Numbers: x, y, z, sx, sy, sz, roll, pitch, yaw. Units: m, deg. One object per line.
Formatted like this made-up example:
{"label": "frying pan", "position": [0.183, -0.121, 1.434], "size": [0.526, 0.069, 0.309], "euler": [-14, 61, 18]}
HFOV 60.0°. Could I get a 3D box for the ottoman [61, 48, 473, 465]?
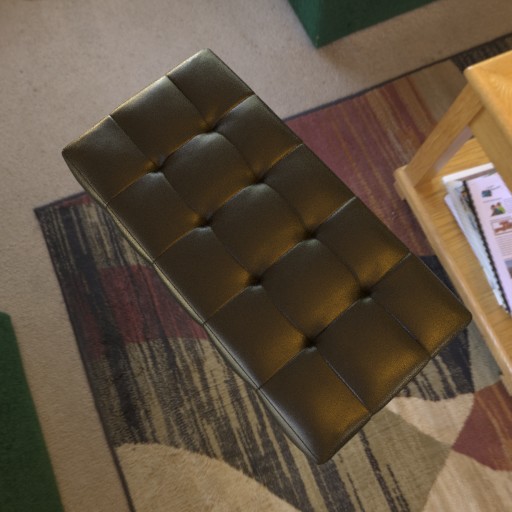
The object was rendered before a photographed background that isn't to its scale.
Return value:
{"label": "ottoman", "position": [0.000, 0.000, 1.103], "size": [0.432, 0.470, 0.838], "euler": [-40, 78, -10]}
